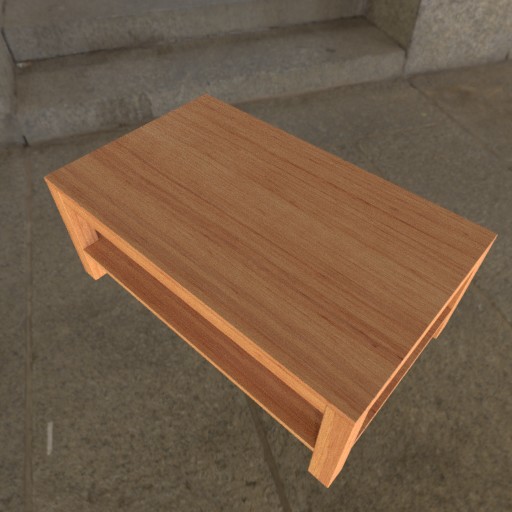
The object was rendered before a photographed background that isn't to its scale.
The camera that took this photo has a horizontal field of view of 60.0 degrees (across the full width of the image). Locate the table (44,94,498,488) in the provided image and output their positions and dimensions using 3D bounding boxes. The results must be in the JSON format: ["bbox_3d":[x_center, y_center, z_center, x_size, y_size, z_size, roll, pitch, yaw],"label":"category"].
[{"bbox_3d":[0.000,0.000,1.459,1.146,0.457,0.695,34,56,27],"label":"table"}]
